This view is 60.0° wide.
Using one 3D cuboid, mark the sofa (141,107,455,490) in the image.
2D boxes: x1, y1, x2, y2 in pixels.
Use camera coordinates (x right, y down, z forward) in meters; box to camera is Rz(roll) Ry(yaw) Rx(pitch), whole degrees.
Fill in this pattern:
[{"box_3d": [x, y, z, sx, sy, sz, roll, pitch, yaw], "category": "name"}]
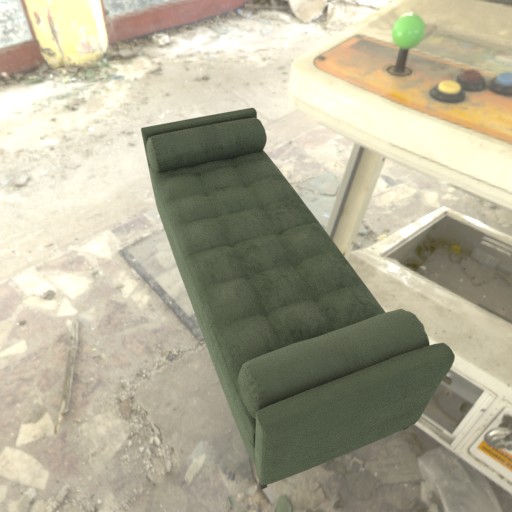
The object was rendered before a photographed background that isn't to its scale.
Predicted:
[{"box_3d": [0.000, 0.000, 2.440, 0.817, 0.681, 2.130, -15, 47, -15], "category": "sofa"}]
